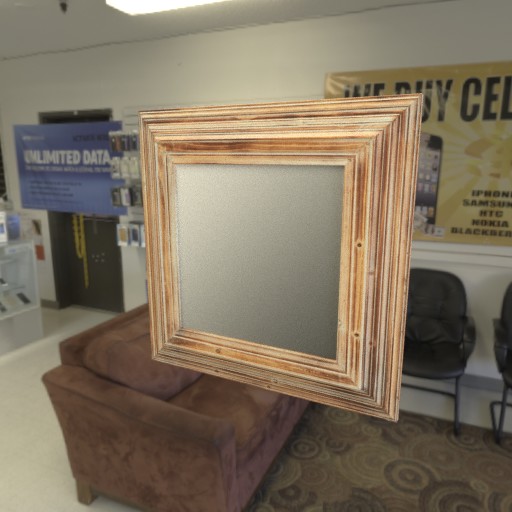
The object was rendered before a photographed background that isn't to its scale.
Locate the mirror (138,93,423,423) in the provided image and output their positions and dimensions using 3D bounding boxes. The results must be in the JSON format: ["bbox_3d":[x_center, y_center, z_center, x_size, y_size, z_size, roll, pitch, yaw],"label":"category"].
[{"bbox_3d":[0.000,0.000,1.224,0.804,0.804,0.061,6,14,26],"label":"mirror"}]
